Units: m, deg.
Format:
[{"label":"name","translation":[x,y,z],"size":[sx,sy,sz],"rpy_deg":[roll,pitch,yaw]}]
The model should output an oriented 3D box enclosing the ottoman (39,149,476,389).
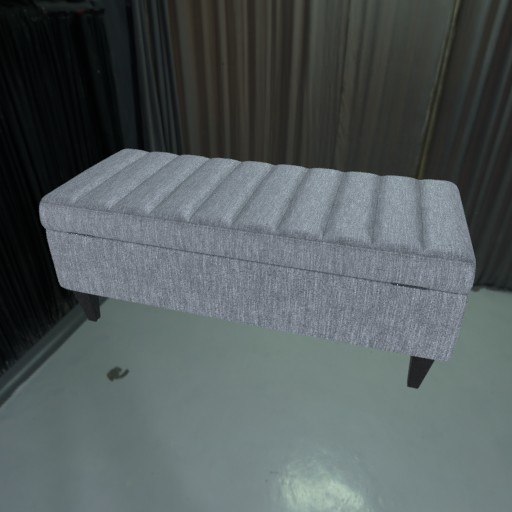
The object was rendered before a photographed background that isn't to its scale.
[{"label":"ottoman","translation":[0.000,0.000,1.393],"size":[1.151,0.469,0.482],"rpy_deg":[9,33,14]}]
